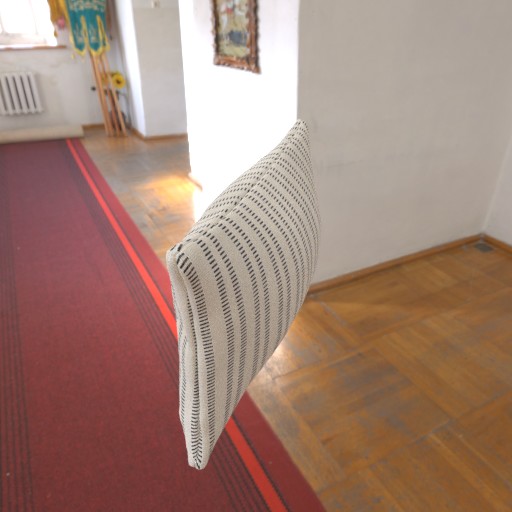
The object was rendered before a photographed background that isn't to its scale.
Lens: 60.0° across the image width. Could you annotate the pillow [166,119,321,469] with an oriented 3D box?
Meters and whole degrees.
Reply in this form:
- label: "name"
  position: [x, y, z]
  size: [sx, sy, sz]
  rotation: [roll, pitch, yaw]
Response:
- label: "pillow"
  position: [0.000, 0.000, 0.803]
  size: [0.210, 0.353, 0.640]
  rotation: [9, 31, 15]
